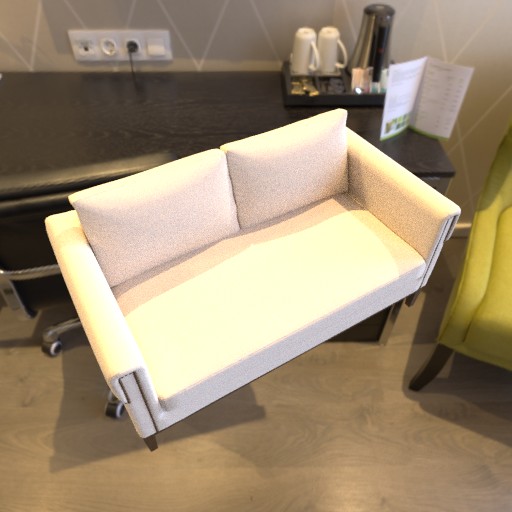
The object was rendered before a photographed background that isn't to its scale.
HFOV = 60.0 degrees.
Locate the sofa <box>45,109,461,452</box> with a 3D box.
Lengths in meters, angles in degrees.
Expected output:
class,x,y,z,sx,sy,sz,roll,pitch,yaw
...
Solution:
class,x,y,z,sx,sy,sz,roll,pitch,yaw
sofa,0.000,0.000,2.074,1.598,0.873,0.905,-23,51,-21
